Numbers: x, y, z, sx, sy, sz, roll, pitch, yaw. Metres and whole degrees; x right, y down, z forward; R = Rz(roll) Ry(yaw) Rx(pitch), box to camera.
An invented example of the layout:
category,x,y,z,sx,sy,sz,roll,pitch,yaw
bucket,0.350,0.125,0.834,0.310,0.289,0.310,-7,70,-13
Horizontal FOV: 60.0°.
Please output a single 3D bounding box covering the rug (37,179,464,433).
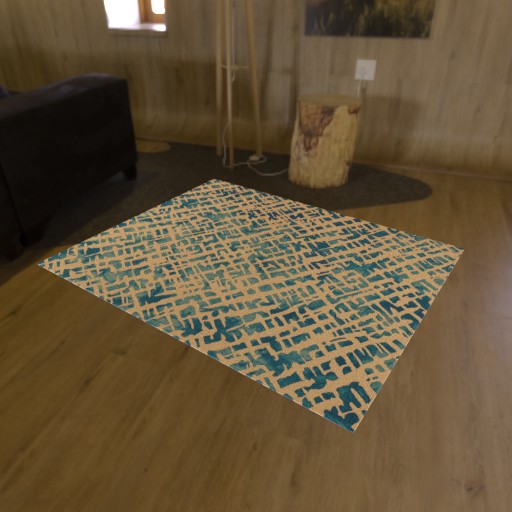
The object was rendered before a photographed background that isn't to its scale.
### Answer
category,x,y,z,sx,sy,sz,roll,pitch,yaw
rug,0.000,0.000,3.996,3.007,0.007,2.435,20,37,30
